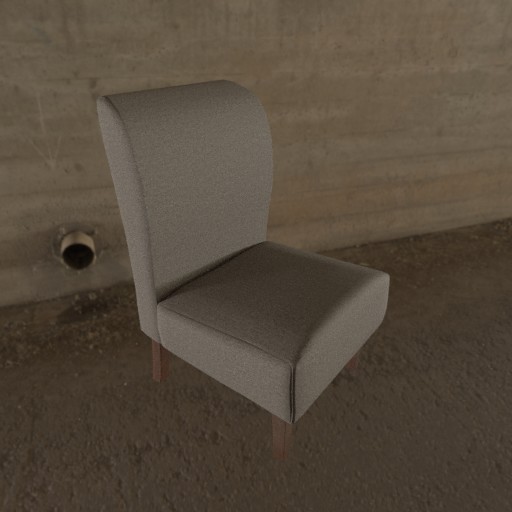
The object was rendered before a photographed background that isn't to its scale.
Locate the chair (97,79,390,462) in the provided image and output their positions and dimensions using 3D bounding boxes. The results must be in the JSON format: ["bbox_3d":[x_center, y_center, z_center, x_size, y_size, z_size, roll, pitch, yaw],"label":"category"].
[{"bbox_3d":[0.000,0.000,1.174,0.592,0.804,0.513,19,33,32],"label":"chair"}]
